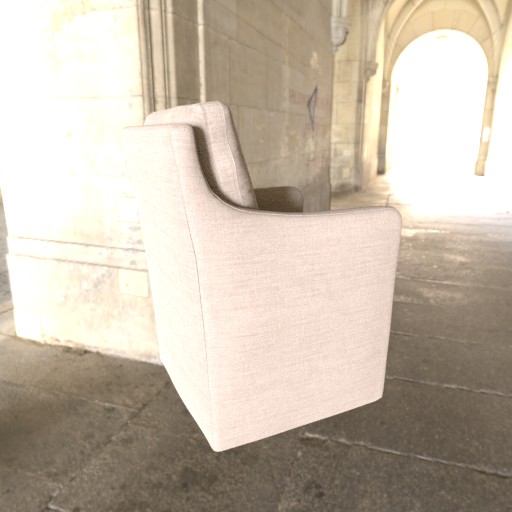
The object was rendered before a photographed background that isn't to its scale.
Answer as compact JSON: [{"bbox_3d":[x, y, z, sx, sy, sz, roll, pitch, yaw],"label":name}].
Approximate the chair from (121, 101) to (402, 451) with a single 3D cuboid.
[{"bbox_3d":[0.000,0.000,1.435,0.694,0.914,0.626,-7,17,-25],"label":"chair"}]
